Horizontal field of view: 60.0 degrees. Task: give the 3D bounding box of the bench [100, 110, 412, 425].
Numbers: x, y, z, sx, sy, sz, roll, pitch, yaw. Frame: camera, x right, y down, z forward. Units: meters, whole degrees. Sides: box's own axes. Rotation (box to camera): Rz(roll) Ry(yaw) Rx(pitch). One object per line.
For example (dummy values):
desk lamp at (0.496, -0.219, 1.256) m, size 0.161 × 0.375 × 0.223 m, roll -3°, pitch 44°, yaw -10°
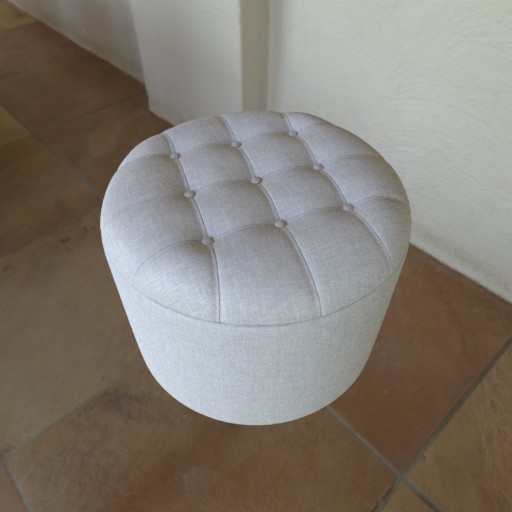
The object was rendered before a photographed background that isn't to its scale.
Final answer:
bench at (0.000, 0.000, 0.987) m, size 0.600 × 0.453 × 0.600 m, roll 0°, pitch 47°, yaw 0°
